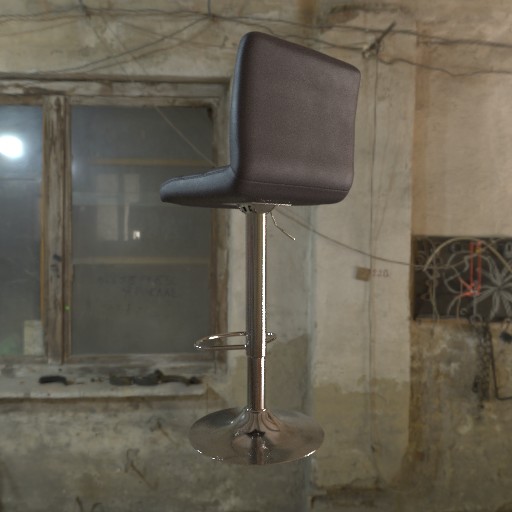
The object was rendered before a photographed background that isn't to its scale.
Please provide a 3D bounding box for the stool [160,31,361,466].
[{"bbox_3d":[0.000,0.000,1.377,0.430,1.115,0.505,-1,2,-37],"label":"stool"}]
